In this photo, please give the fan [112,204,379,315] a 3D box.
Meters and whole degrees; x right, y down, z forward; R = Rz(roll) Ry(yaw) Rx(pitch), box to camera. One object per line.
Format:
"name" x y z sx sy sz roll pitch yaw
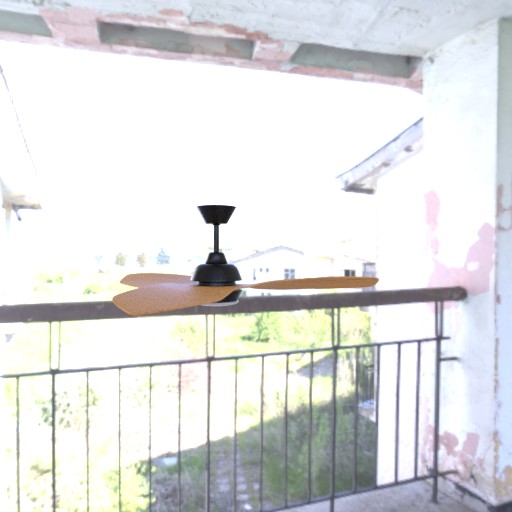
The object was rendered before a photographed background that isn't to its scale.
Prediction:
"fan" 0.000 0.000 1.649 1.010 0.355 1.142 0 0 -18
